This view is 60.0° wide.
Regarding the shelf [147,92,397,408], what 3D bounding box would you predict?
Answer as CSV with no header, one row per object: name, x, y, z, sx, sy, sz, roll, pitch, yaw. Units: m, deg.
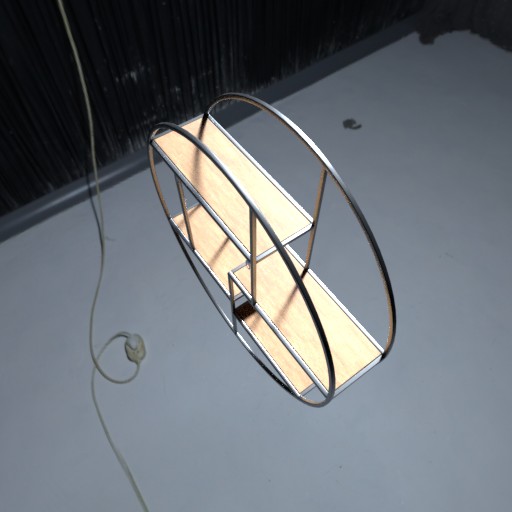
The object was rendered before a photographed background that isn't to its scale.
shelf,0.000,0.000,1.302,0.202,0.888,0.888,-31,63,-18
